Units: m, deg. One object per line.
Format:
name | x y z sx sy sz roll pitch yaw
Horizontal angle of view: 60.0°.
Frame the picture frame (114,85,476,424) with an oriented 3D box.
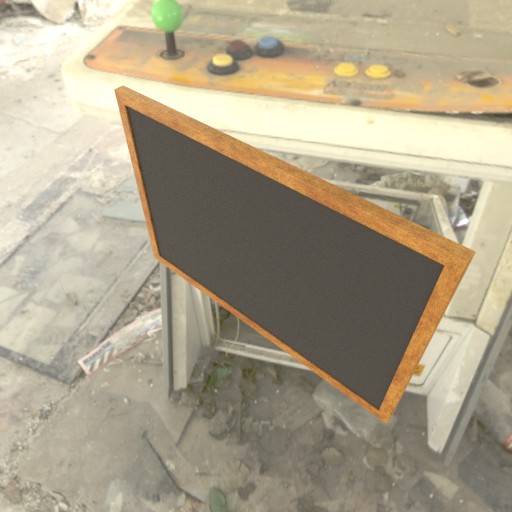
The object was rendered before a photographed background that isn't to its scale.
picture frame | 0.000 0.000 1.149 0.922 0.621 0.029 32 54 27
